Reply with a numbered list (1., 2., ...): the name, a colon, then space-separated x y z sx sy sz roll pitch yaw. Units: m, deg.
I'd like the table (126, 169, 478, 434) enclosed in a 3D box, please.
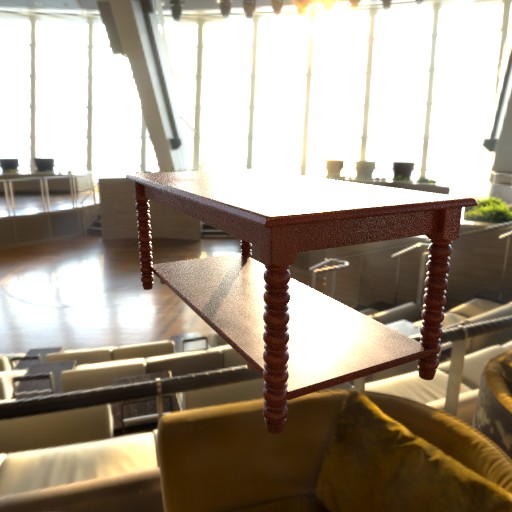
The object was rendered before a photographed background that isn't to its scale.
1. table: 0.000 0.000 1.478 0.580 0.485 1.171 -8 17 -27
